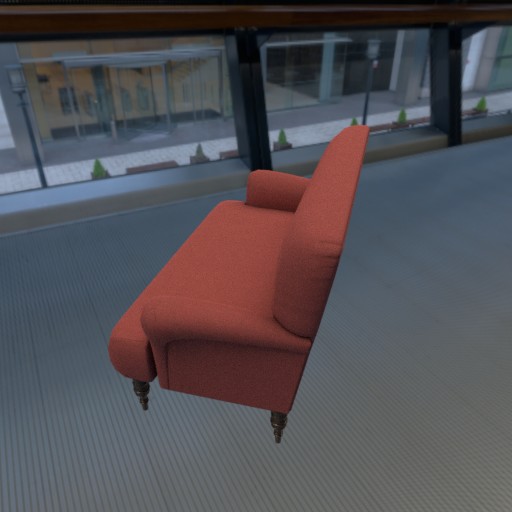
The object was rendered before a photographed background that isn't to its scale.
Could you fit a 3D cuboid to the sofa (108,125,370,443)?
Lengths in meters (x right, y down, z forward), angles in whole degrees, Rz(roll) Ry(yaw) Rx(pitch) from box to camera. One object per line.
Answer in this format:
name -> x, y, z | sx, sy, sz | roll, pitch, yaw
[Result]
sofa -> 0.000, 0.000, 1.897 | 0.779, 0.889, 1.297 | 8, 33, 13
